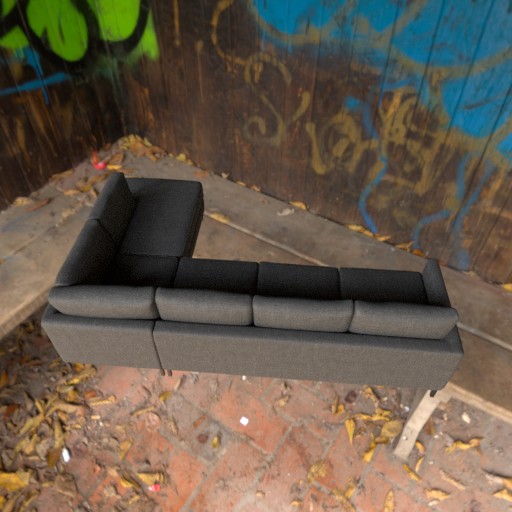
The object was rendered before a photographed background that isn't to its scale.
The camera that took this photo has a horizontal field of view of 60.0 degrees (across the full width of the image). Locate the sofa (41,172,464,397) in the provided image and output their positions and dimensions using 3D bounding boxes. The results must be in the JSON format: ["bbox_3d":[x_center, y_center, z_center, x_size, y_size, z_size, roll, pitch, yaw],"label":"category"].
[{"bbox_3d":[0.000,0.000,3.836,2.972,0.858,1.984,3,45,3],"label":"sofa"}]
